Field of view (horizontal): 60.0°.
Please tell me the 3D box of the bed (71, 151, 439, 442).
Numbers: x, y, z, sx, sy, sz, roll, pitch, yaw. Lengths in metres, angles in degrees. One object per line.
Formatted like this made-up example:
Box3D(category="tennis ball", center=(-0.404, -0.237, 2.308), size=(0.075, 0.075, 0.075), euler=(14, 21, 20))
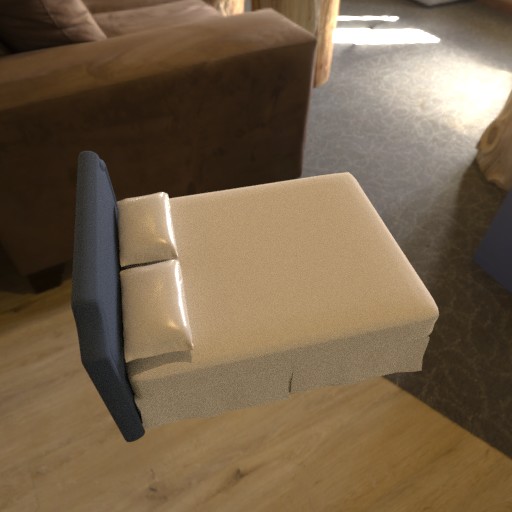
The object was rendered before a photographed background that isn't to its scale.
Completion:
Box3D(category="bed", center=(0.000, 0.000, 3.312), size=(2.260, 1.297, 1.831), euler=(-10, 48, -9))
